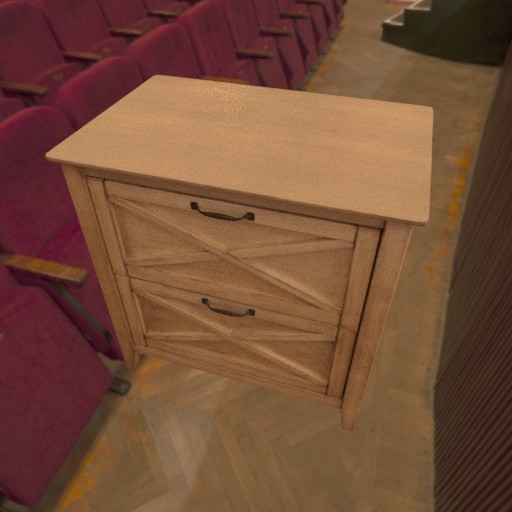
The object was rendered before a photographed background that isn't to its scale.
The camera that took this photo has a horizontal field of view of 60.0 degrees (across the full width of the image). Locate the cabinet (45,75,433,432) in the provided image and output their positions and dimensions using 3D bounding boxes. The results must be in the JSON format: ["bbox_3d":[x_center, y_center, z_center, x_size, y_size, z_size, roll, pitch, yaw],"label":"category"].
[{"bbox_3d":[0.000,0.000,1.252,0.763,0.762,0.503,12,43,13],"label":"cabinet"}]
